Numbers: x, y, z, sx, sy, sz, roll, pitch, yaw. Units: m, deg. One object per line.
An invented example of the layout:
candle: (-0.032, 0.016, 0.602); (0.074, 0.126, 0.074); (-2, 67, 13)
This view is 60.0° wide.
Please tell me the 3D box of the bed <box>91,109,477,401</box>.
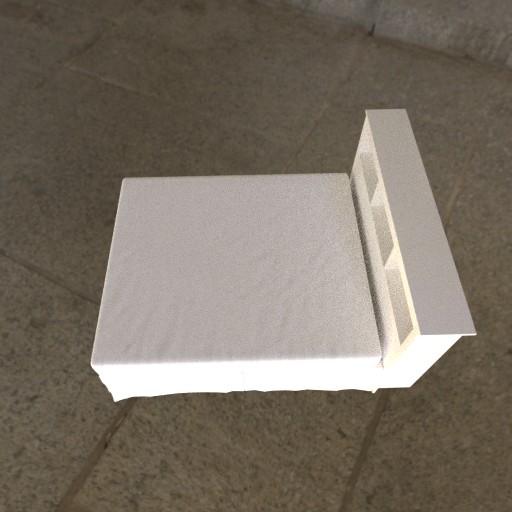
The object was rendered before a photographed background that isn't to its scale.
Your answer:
bed: (0.000, 0.000, 3.079); (2.133, 1.092, 1.671); (-1, 58, -1)
